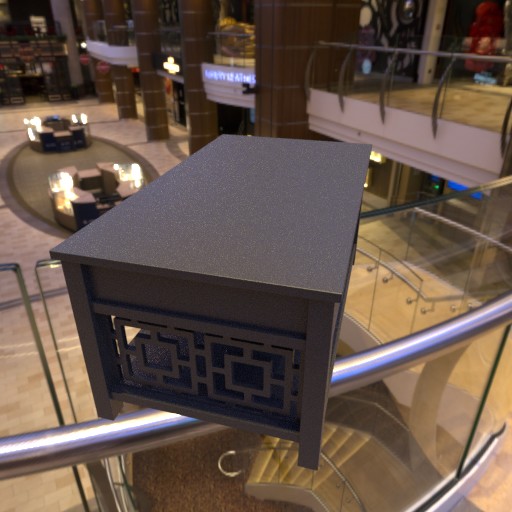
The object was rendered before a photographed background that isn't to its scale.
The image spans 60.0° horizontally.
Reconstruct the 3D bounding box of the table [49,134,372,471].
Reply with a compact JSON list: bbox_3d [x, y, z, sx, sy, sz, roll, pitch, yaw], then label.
[{"bbox_3d":[0.000,0.000,1.411,0.612,0.493,1.068,8,29,14],"label":"table"}]
